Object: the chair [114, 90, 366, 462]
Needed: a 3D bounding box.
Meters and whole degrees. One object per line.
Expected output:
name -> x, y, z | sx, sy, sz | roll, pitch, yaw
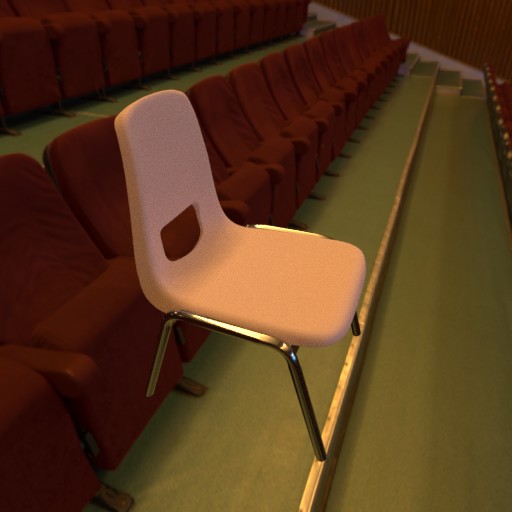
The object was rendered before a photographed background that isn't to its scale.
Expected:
chair -> 0.000, 0.000, 0.804 | 0.385, 0.537, 0.354 | 11, 33, 18
